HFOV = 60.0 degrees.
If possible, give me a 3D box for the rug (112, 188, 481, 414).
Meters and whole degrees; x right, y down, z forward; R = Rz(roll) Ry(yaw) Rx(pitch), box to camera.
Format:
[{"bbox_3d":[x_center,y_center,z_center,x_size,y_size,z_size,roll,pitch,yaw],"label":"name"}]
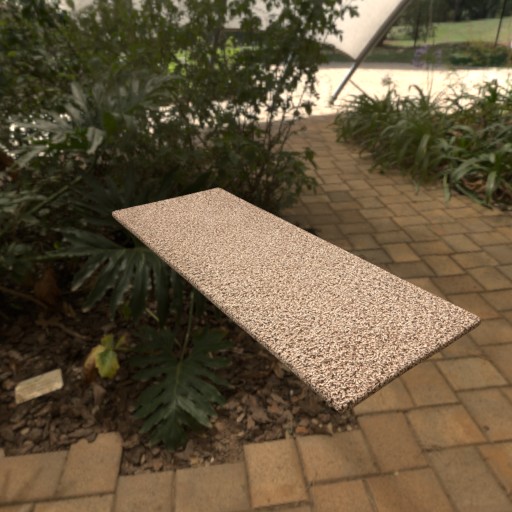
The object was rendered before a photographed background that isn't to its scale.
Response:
[{"bbox_3d":[0.000,0.000,1.744,0.609,0.030,1.524,-19,33,-32],"label":"rug"}]
